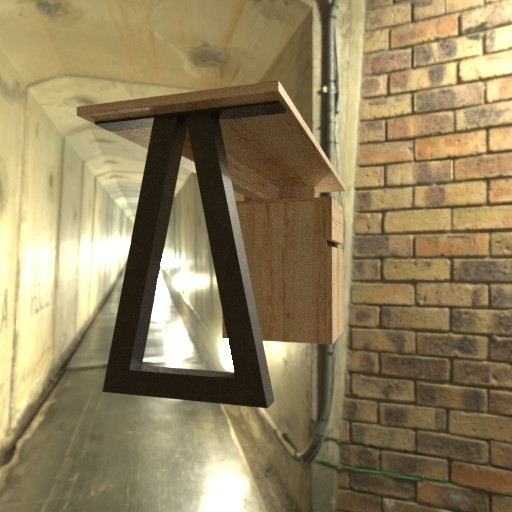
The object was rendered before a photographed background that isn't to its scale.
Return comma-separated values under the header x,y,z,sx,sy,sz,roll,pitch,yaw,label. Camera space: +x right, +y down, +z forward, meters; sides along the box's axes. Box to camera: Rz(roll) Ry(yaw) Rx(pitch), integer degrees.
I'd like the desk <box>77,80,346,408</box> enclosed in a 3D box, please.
x,y,z,sx,sy,sz,roll,pitch,yaw,label
0.000,0.000,1.745,0.550,0.760,1.400,0,-1,18,desk
